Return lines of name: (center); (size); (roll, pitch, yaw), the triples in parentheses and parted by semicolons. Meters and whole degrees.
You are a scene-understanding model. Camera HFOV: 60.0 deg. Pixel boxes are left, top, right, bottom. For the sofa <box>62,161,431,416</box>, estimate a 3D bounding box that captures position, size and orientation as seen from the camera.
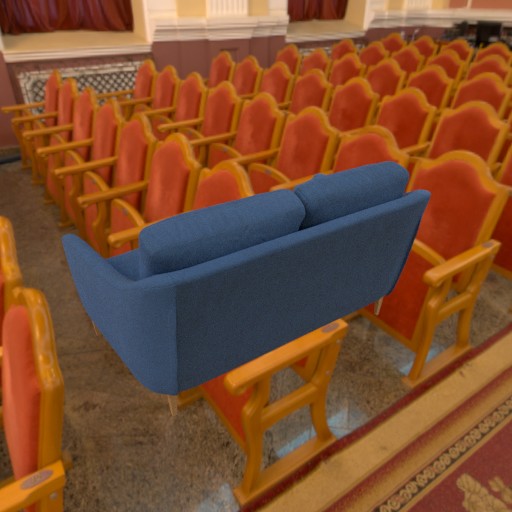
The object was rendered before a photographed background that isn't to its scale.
sofa: (0.000, 0.000, 2.234); (1.619, 0.902, 0.960); (-19, 36, -29)
